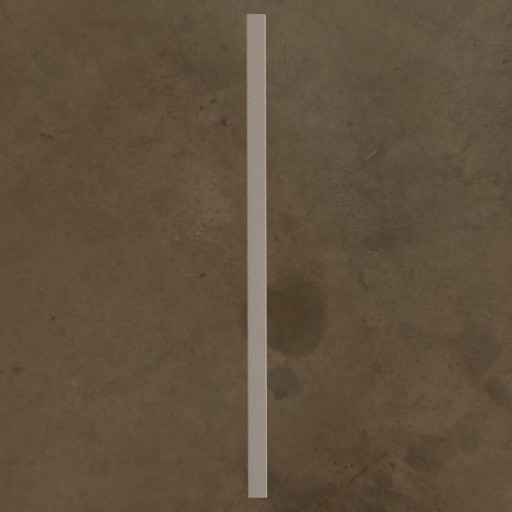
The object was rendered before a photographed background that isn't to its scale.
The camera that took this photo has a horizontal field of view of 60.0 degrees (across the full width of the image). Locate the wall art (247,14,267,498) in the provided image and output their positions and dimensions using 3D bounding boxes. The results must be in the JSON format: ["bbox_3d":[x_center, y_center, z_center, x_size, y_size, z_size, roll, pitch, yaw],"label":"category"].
[{"bbox_3d":[0.000,0.000,1.123,0.038,0.601,0.898,0,90,0],"label":"wall art"}]
